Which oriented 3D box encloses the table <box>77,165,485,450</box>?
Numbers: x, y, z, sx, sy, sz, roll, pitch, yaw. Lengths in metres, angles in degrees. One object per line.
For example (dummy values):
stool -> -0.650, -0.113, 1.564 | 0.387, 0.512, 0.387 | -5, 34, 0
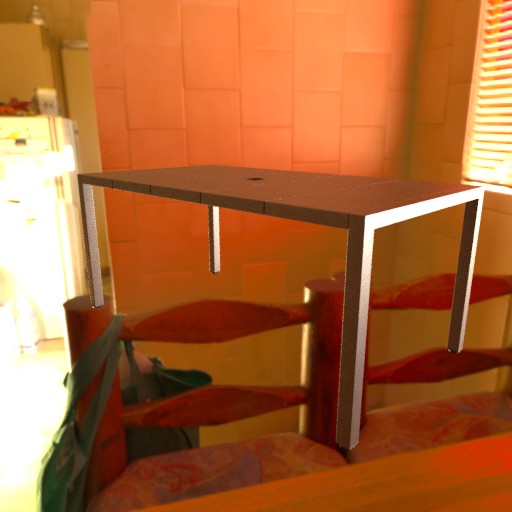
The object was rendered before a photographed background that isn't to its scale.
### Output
table -> 0.000, 0.000, 2.127 | 1.680, 0.735, 0.914 | 15, 21, 42
